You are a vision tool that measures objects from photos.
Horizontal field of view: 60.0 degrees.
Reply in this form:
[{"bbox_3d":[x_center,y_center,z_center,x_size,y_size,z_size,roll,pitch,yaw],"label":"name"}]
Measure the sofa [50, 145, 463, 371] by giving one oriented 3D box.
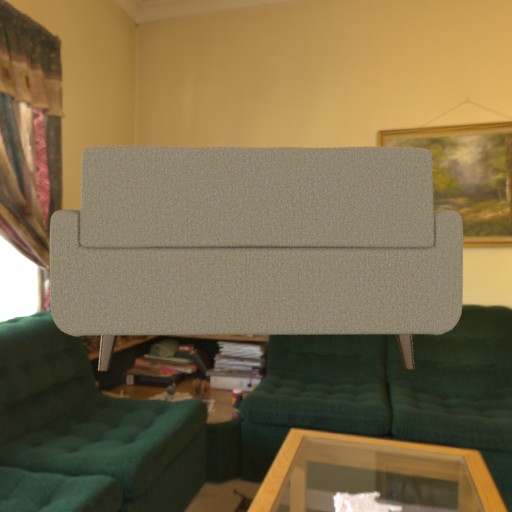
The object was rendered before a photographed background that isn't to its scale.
[{"bbox_3d":[0.000,0.000,2.227,1.651,0.925,0.952,0,1,-1],"label":"sofa"}]
